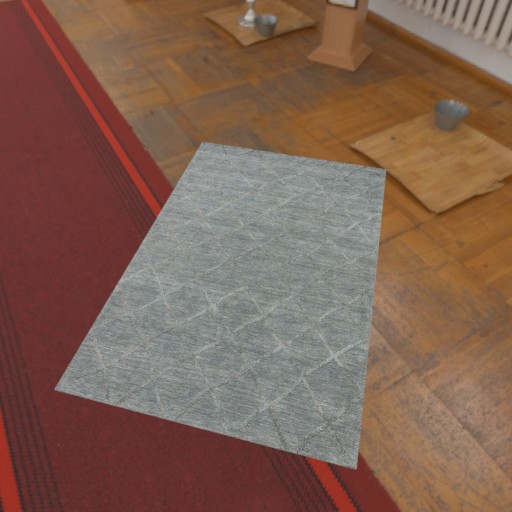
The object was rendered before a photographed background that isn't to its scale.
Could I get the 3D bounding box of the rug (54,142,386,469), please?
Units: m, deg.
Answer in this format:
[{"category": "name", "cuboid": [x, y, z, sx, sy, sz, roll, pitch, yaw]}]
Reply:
[{"category": "rug", "cuboid": [0.000, 0.000, 2.860, 1.521, 0.006, 2.283, 11, 49, 10]}]
